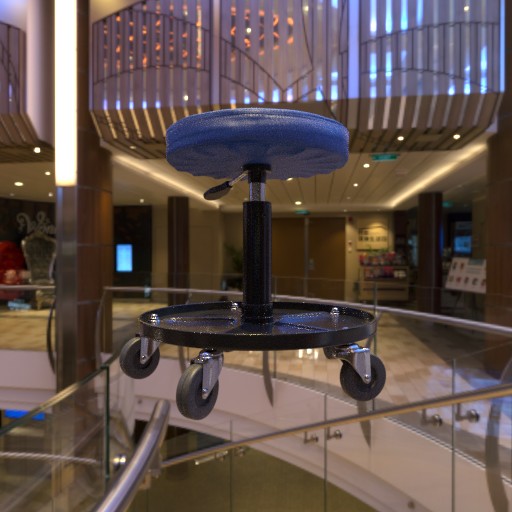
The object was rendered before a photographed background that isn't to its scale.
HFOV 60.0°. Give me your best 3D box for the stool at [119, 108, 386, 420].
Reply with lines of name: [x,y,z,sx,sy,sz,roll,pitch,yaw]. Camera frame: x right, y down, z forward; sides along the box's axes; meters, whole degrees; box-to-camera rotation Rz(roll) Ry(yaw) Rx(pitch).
stool: [0.000,0.000,0.677,0.381,0.365,0.382,0,0,-38]
